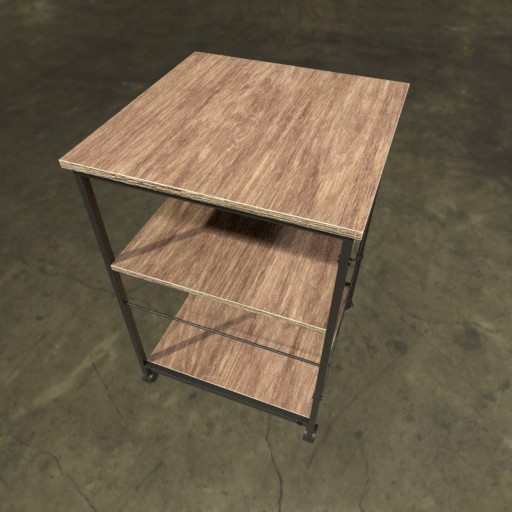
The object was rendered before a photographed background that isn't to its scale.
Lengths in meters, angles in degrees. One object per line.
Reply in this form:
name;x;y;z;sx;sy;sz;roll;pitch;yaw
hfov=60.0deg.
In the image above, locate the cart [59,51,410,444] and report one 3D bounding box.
cart;0.000;0.000;1.129;0.520;0.762;0.521;15;47;15
